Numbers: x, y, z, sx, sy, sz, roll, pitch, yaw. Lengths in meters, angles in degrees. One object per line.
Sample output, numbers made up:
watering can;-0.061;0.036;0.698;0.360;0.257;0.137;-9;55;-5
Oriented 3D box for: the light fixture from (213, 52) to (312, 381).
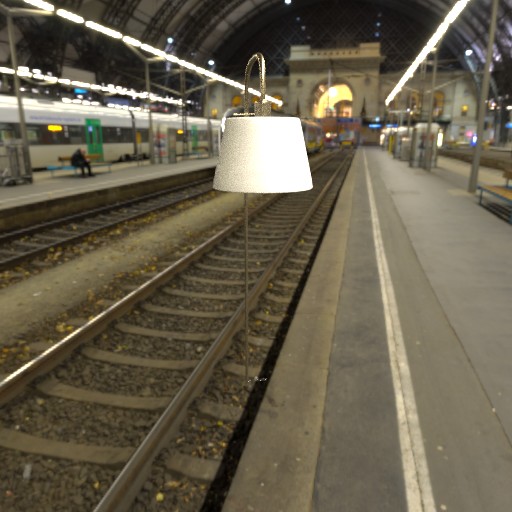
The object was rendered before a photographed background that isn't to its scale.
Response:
light fixture;0.000;0.000;0.474;0.092;0.399;0.176;-2;15;-8
